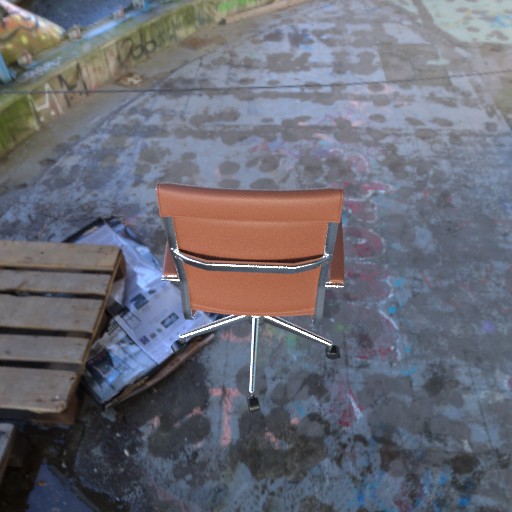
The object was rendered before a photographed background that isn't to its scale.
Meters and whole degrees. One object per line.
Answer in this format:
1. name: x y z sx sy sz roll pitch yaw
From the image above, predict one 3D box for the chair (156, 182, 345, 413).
1. chair: 0.000 0.000 1.656 0.766 1.149 0.739 2 48 2
